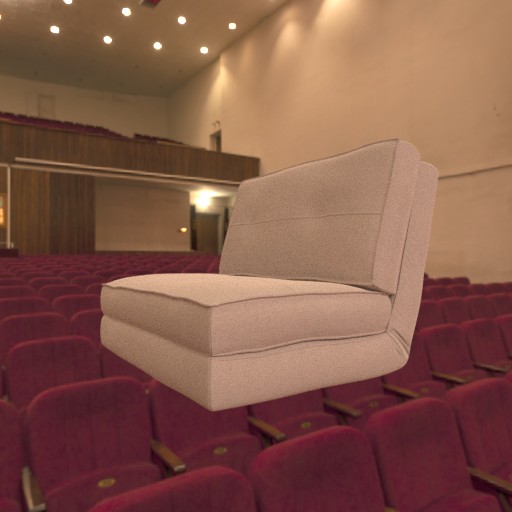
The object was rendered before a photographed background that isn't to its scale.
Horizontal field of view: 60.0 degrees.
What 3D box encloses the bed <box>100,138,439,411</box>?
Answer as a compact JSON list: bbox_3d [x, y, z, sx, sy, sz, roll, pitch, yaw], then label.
[{"bbox_3d":[0.000,0.000,1.354,0.749,0.614,0.799,0,0,-34],"label":"bed"}]
